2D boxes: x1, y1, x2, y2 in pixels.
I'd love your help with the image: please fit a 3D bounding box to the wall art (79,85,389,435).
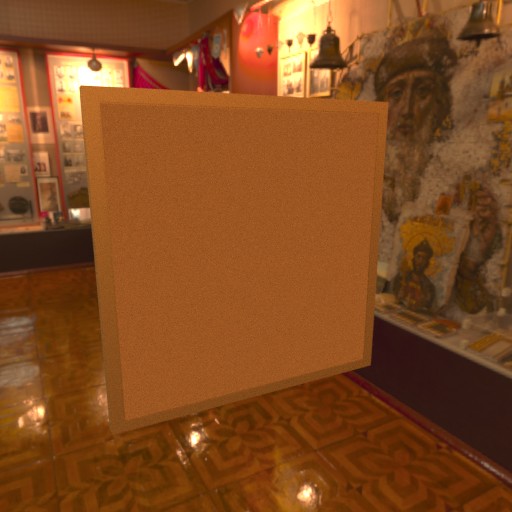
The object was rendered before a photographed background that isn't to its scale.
[{"bbox_3d":[0.000,0.000,2.819,1.926,1.926,0.099,-7,15,-26],"label":"wall art"}]
